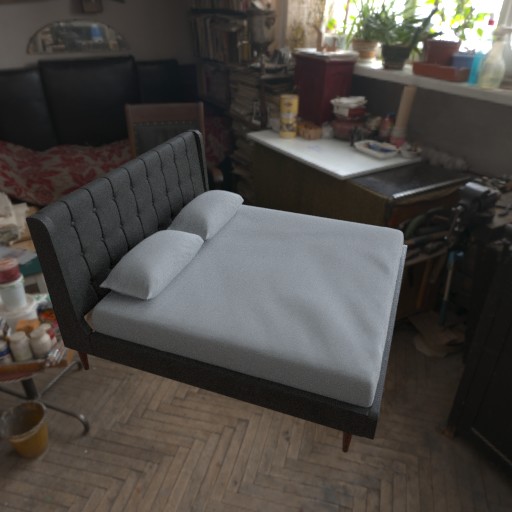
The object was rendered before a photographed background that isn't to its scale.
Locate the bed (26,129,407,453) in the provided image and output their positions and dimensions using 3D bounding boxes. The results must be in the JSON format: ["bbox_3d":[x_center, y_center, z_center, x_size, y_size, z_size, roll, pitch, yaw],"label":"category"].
[{"bbox_3d":[0.000,0.000,3.188,2.031,1.158,1.903,11,33,18],"label":"bed"}]
